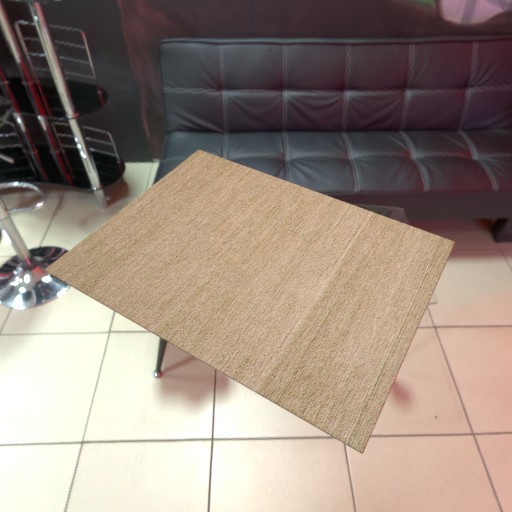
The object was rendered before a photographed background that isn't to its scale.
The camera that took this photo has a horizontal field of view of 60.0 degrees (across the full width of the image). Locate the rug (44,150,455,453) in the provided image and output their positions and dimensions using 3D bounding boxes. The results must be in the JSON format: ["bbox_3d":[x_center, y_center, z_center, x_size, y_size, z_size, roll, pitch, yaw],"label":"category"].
[{"bbox_3d":[0.000,0.000,4.310,3.198,0.016,2.425,24,50,21],"label":"rug"}]
